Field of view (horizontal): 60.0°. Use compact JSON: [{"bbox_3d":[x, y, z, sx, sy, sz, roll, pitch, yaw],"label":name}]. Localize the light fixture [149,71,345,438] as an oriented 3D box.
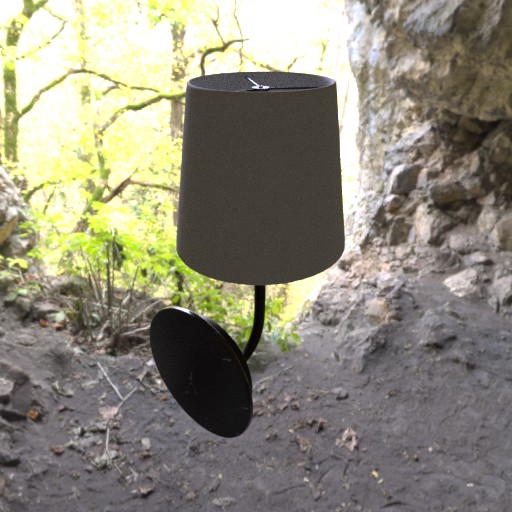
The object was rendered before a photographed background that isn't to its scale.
[{"bbox_3d":[0.000,0.000,0.456,0.168,0.337,0.188,23,36,35],"label":"light fixture"}]
